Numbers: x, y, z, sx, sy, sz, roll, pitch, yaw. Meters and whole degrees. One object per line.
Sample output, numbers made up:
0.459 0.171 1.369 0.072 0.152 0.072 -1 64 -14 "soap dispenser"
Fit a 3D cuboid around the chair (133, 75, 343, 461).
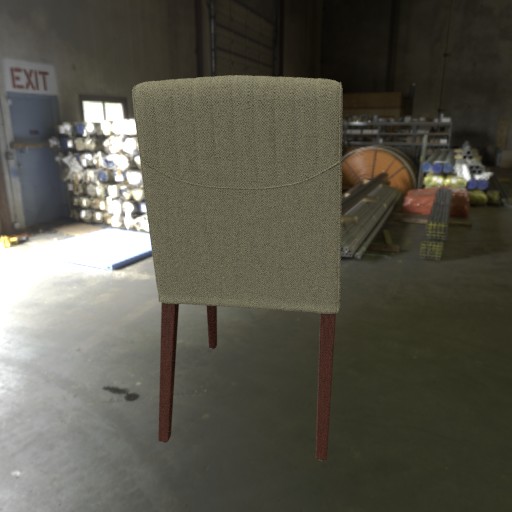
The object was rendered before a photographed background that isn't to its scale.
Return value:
0.000 0.000 1.258 0.480 0.900 0.594 3 17 9 "chair"
